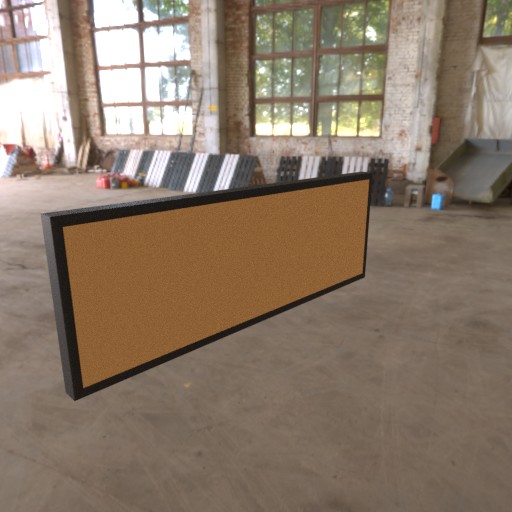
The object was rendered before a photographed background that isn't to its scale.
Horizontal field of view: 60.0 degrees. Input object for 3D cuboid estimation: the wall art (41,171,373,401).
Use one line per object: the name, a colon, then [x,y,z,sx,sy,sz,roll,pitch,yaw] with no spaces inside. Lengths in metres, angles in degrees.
wall art: [0.000,0.000,0.975,0.860,0.303,0.037,-16,23,-42]
